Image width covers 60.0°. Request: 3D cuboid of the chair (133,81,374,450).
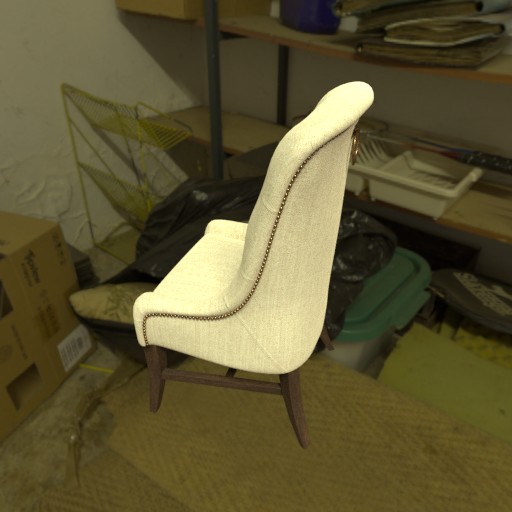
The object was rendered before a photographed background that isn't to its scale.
[{"bbox_3d":[0.000,0.000,1.478,0.629,1.091,0.634,9,31,15],"label":"chair"}]
